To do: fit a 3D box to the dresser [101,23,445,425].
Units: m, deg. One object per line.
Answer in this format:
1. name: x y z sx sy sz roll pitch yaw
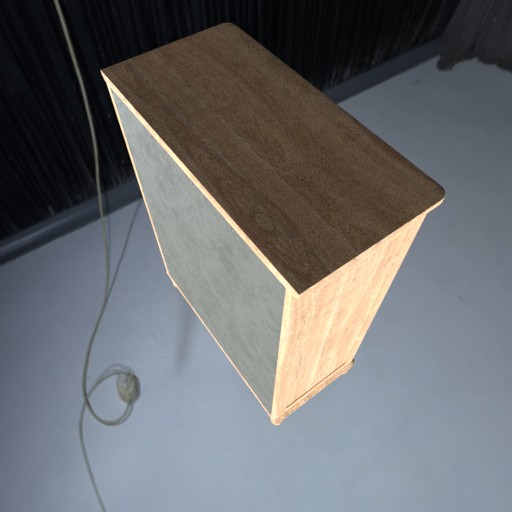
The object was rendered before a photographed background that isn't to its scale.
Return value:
1. dresser: 0.000 0.000 1.779 0.484 1.318 0.973 -31 62 -19
